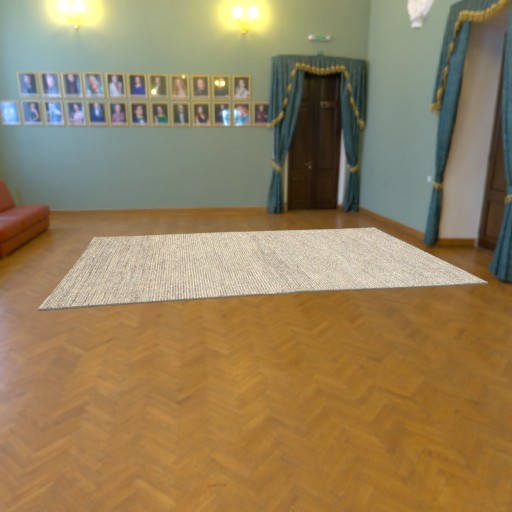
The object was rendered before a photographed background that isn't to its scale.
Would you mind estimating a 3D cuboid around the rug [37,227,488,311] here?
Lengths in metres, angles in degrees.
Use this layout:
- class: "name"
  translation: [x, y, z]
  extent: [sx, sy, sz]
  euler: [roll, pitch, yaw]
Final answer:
- class: "rug"
  translation: [0.000, 0.000, 2.278]
  extent: [1.804, 0.022, 1.162]
  euler: [-2, 15, -9]
